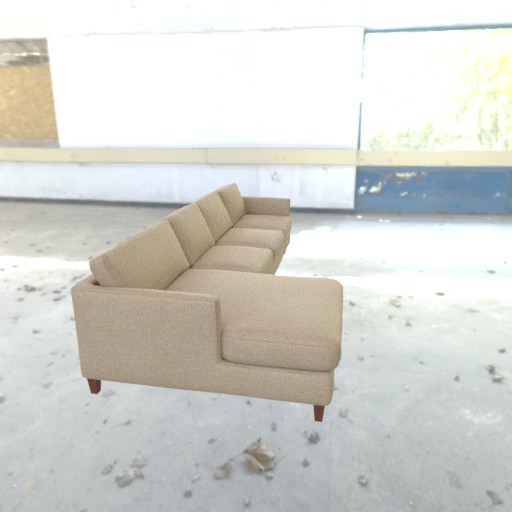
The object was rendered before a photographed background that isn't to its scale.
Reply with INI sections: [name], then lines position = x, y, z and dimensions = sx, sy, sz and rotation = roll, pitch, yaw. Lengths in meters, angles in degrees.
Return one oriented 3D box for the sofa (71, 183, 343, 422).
[sofa]
position = 0.000, 0.000, 3.839
dimensions = 1.502, 0.876, 3.201
rotation = 3, 17, 11
